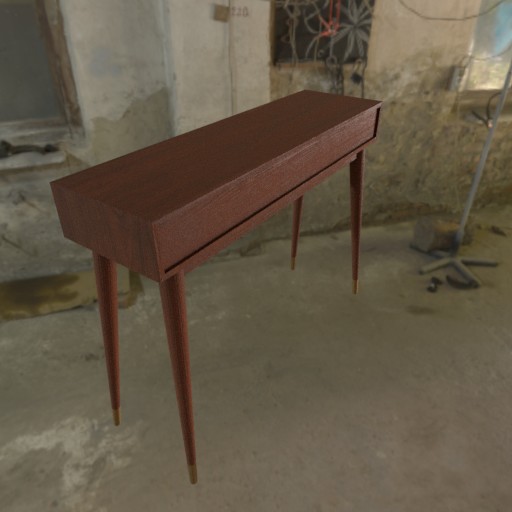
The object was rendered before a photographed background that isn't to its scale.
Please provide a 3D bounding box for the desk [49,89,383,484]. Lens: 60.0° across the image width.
[{"bbox_3d":[0.000,0.000,1.625,0.384,0.917,1.204,21,38,29],"label":"desk"}]
